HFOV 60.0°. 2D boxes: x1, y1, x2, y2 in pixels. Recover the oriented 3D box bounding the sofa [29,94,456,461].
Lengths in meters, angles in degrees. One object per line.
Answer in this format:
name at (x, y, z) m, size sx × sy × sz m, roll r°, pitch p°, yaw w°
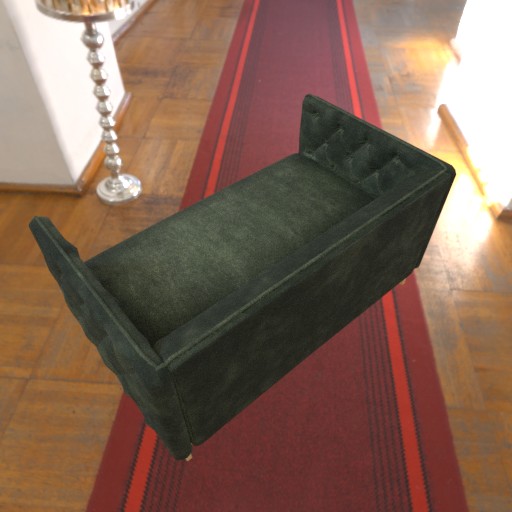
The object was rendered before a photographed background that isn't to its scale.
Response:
sofa at (0.000, 0.000, 2.017) m, size 1.537 × 0.768 × 0.895 m, roll -32°, pitch 55°, yaw -26°
